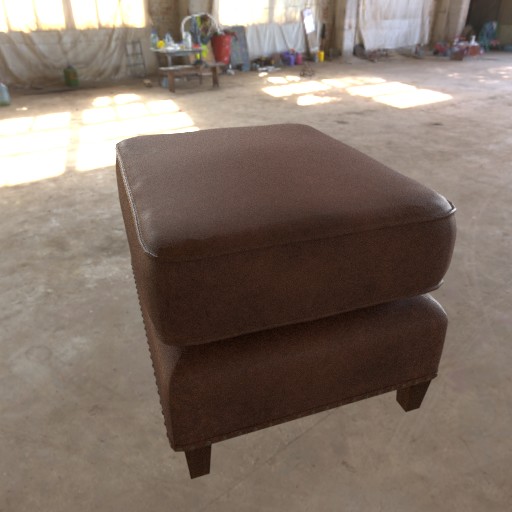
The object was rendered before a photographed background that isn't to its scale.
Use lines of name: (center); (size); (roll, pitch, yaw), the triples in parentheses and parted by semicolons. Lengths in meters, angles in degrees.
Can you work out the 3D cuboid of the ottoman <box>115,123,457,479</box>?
ottoman: (0.000, 0.000, 1.087); (0.589, 0.537, 0.738); (-10, 31, -17)
